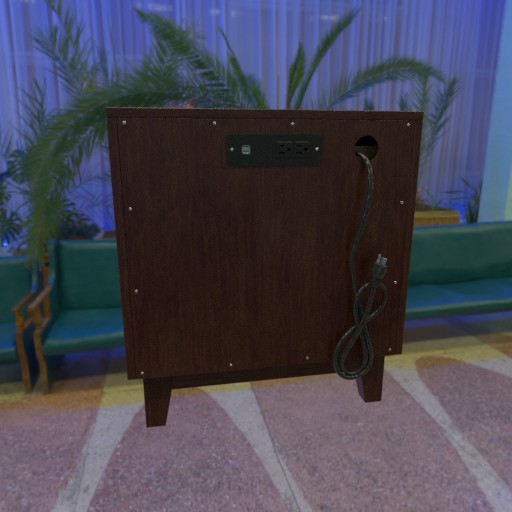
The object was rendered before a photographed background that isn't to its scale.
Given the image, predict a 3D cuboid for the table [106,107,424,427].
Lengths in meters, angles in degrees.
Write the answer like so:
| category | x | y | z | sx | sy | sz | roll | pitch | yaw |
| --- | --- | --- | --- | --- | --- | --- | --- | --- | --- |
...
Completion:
| category | x | y | z | sx | sy | sz | roll | pitch | yaw |
| --- | --- | --- | --- | --- | --- | --- | --- | --- | --- |
| table | 0.000 | 0.000 | 1.004 | 0.557 | 0.609 | 0.449 | -3 | 15 | -10 |
